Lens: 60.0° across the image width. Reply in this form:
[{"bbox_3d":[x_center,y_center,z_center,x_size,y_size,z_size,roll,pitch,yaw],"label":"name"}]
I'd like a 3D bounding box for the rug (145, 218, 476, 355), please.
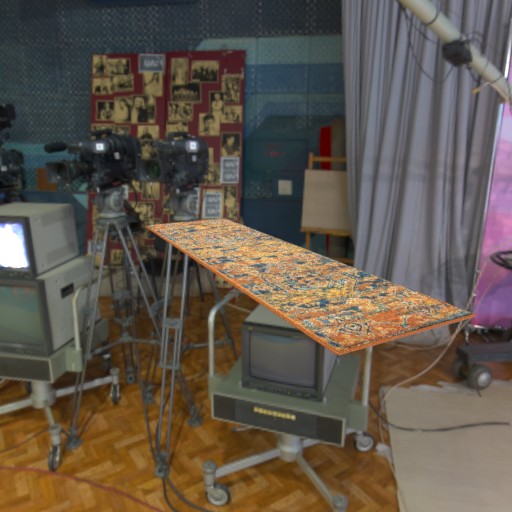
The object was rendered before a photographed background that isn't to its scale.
[{"bbox_3d":[0.000,0.000,2.471,0.651,0.016,2.274,-8,17,-27],"label":"rug"}]
